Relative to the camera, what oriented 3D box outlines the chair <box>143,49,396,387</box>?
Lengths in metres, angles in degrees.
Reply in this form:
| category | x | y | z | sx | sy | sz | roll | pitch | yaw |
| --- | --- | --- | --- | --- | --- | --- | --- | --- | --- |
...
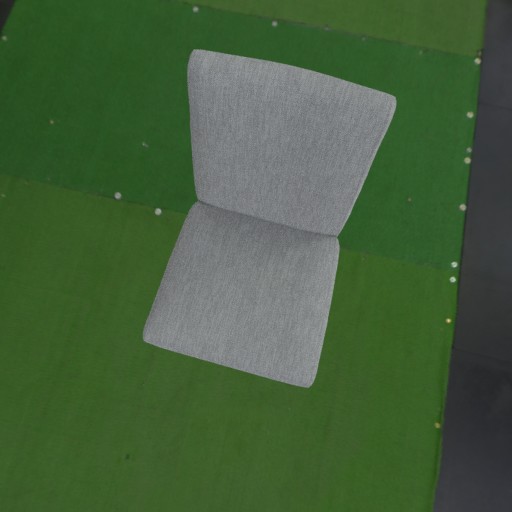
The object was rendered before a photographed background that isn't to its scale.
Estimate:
| category | x | y | z | sx | sy | sz | roll | pitch | yaw |
| --- | --- | --- | --- | --- | --- | --- | --- | --- | --- |
| chair | 0.000 | 0.000 | 1.260 | 0.487 | 0.884 | 0.629 | 15 | 76 | 4 |
